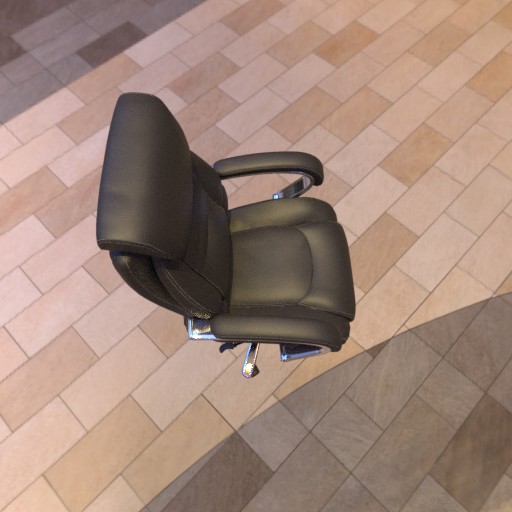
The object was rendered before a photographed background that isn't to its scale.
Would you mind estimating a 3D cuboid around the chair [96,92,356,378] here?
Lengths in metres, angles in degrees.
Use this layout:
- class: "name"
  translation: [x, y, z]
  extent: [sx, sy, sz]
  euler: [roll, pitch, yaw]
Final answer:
- class: "chair"
  translation: [0.000, 0.000, 1.661]
  extent: [0.790, 1.183, 0.755]
  euler: [-1, 64, -1]
